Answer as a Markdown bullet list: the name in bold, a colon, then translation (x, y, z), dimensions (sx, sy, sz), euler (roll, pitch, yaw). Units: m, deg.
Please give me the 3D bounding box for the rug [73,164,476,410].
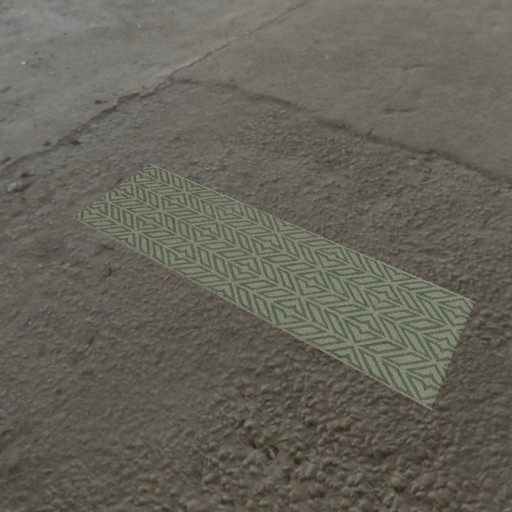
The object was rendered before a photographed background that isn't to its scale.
- **rug**: translation (0.000, 0.000, 2.707), dimensions (2.435, 0.009, 0.750), euler (25, 51, 23)
